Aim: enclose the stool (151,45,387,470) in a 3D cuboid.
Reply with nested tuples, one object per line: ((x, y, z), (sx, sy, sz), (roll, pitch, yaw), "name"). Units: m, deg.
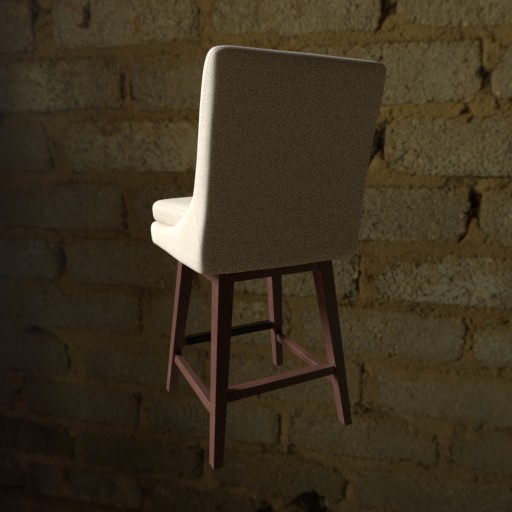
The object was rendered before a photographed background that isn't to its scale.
((0.000, 0.000, 1.271), (0.483, 0.991, 0.559), (-7, 15, -26), "stool")
